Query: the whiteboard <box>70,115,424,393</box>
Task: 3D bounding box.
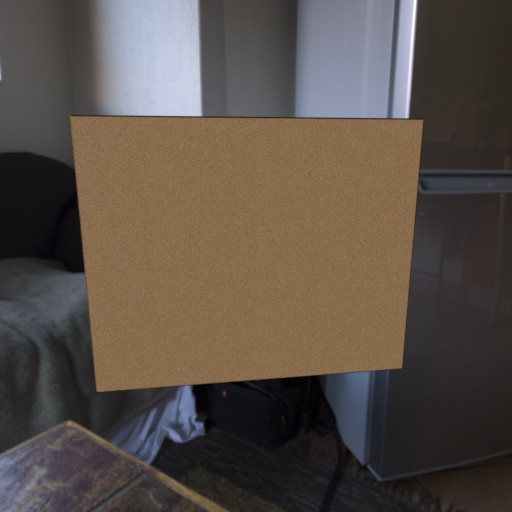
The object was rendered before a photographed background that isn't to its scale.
[{"bbox_3d":[0.000,0.000,0.764,0.561,0.457,0.029,-2,14,-8],"label":"whiteboard"}]
